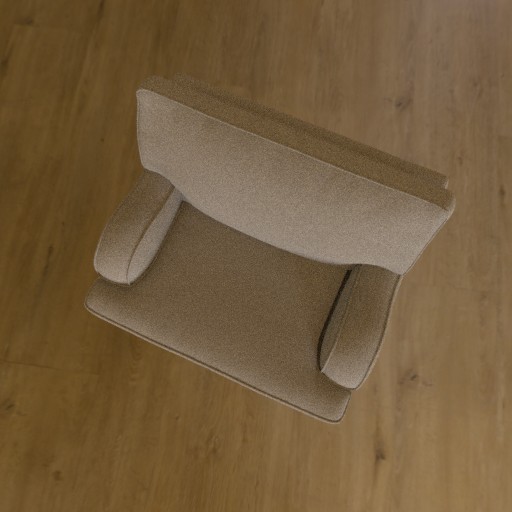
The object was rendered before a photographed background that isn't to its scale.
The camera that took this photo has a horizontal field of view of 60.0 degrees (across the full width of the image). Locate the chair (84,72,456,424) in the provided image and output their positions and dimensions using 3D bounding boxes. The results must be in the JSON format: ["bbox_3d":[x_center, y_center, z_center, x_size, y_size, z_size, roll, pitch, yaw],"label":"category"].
[{"bbox_3d":[0.000,0.000,1.938,1.220,1.016,1.040,23,76,6],"label":"chair"}]
